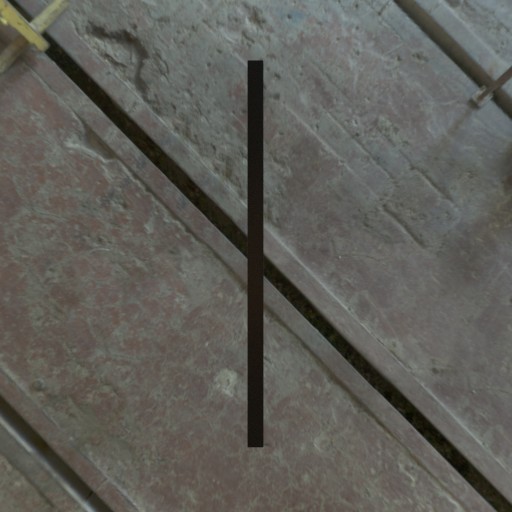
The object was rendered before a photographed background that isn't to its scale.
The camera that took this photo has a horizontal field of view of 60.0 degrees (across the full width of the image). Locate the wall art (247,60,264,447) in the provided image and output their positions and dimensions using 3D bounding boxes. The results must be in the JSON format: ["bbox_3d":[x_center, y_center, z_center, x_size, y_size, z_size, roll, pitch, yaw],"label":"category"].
[{"bbox_3d":[0.000,0.000,0.856,0.019,0.656,0.462,0,89,0],"label":"wall art"}]
